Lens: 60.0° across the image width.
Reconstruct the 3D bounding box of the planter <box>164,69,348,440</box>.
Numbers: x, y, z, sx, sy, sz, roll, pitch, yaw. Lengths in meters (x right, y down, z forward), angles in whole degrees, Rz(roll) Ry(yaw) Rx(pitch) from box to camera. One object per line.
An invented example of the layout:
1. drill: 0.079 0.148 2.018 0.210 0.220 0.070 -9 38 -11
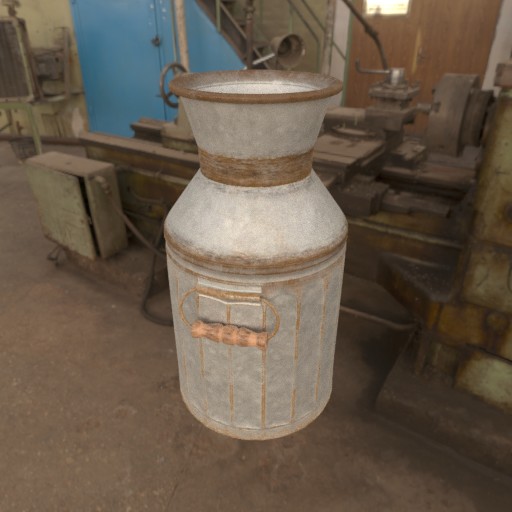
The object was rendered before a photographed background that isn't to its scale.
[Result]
1. planter: 0.000 0.000 0.532 0.214 0.396 0.245 8 30 13
